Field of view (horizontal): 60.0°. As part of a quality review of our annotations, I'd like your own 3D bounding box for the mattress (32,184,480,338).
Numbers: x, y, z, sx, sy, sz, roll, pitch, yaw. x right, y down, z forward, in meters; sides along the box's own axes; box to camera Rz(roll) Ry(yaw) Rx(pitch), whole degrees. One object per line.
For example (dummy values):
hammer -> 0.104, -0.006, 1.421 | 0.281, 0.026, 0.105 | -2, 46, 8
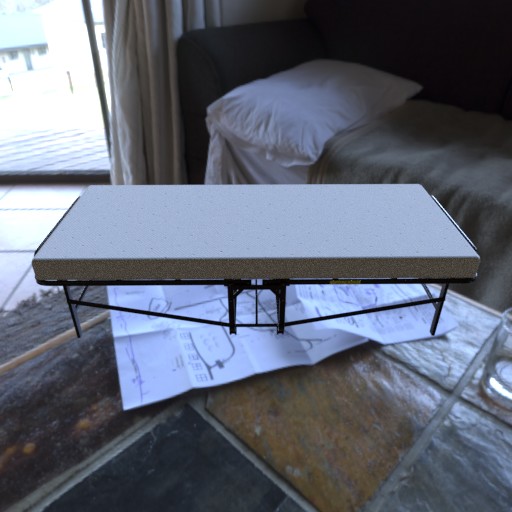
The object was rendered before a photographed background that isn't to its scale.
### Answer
mattress -> 0.000, 0.000, 2.543 | 2.153, 0.519, 0.922 | 0, 32, 0
